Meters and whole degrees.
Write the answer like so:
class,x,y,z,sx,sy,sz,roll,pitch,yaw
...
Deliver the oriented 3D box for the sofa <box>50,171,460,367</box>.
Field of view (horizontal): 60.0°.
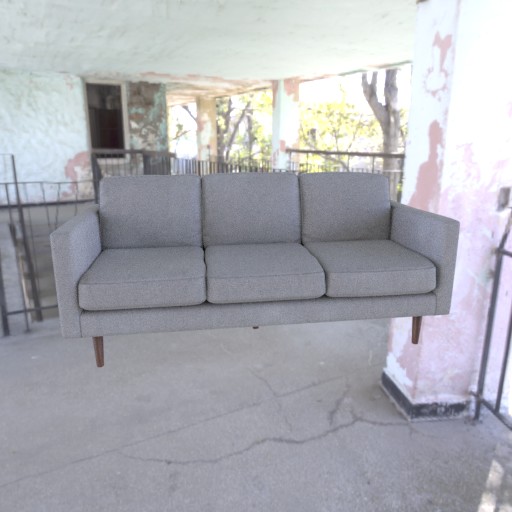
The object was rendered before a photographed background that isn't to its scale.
class,x,y,z,sx,sy,sz,roll,pitch,yaw
sofa,0.000,0.000,2.567,1.983,0.918,0.944,-2,15,-8
